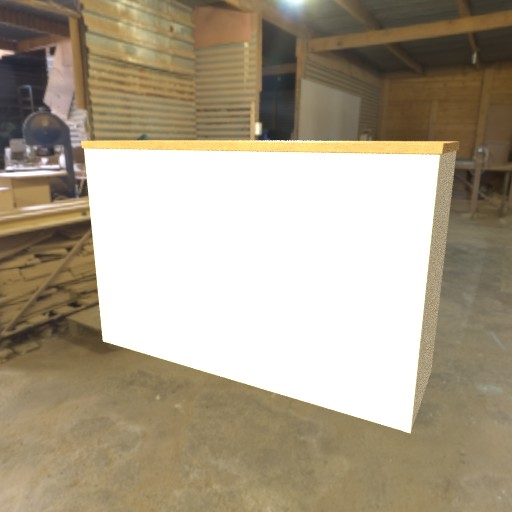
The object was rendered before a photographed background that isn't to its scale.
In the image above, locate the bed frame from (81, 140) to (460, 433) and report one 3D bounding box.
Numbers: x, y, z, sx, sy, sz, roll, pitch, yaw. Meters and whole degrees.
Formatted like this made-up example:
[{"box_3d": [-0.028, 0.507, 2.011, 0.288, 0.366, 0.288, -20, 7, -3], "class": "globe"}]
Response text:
[{"box_3d": [0.000, 0.000, 1.695, 1.300, 0.850, 0.430, 8, 17, 28], "class": "bed frame"}]
